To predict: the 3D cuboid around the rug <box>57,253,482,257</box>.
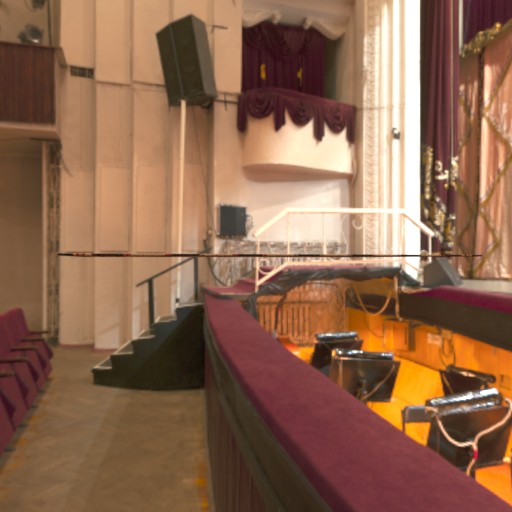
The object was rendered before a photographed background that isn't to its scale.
[{"bbox_3d":[0.000,0.000,2.371,1.825,0.009,1.221,0,0,-17],"label":"rug"}]
